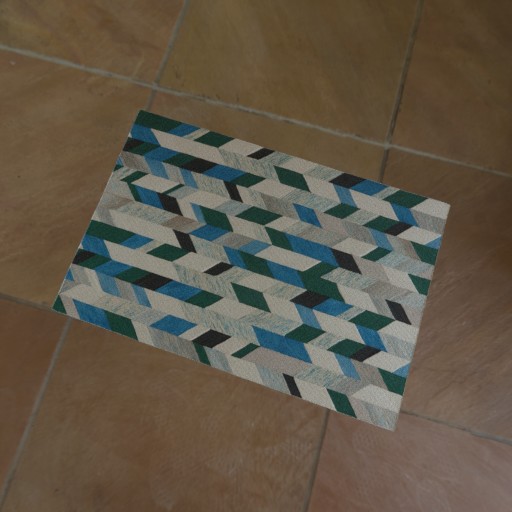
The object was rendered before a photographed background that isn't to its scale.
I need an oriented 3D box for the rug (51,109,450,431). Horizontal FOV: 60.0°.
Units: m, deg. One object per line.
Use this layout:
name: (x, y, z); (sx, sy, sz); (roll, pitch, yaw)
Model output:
rug: (0.000, 0.000, 2.349); (1.827, 0.005, 1.229); (18, 77, 4)
